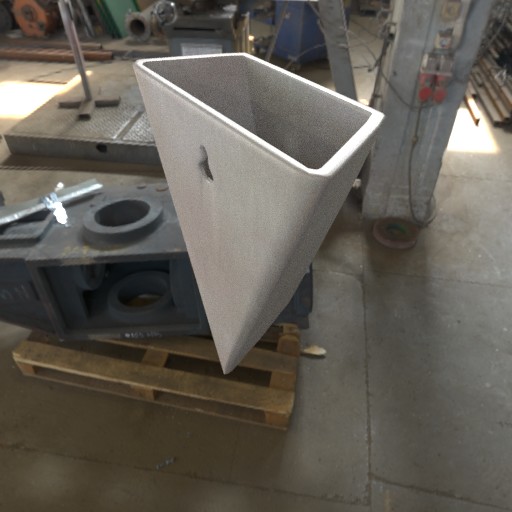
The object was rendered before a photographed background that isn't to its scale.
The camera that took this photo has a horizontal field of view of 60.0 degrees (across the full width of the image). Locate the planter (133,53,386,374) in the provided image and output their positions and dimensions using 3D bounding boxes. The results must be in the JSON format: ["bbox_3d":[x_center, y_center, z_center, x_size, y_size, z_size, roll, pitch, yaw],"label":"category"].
[{"bbox_3d":[0.000,0.000,0.266,0.060,0.197,0.150,-25,47,-26],"label":"planter"}]
